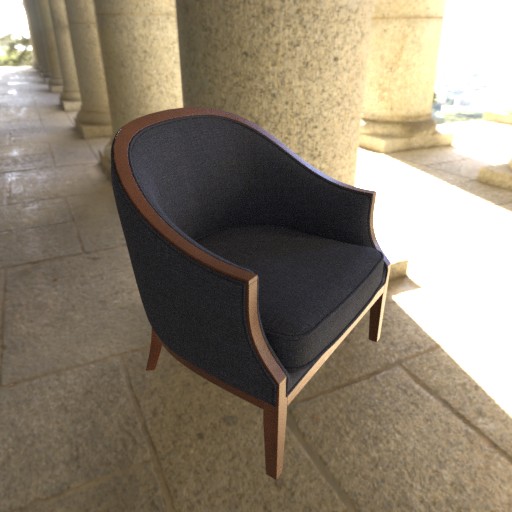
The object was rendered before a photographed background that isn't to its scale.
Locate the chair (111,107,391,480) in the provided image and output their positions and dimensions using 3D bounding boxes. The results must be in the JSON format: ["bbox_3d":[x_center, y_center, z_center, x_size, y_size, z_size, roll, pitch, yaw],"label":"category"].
[{"bbox_3d":[0.000,0.000,1.472,0.735,0.876,0.803,17,31,31],"label":"chair"}]
